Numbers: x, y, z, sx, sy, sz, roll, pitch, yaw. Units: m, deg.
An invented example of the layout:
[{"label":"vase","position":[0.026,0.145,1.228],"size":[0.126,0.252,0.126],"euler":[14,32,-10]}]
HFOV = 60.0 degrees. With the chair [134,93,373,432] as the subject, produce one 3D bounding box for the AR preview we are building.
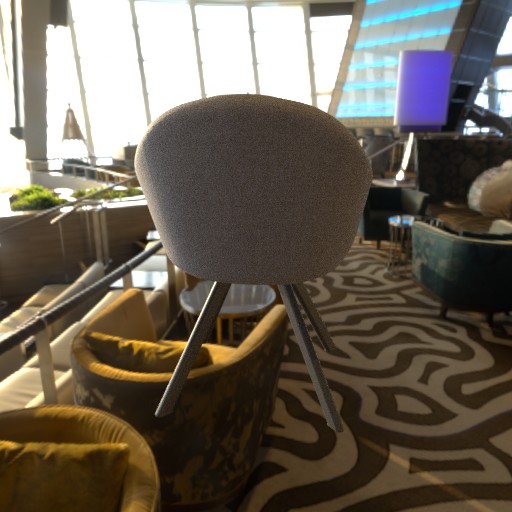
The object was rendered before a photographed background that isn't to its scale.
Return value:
[{"label":"chair","position":[0.000,0.000,1.197],"size":[0.590,0.795,0.550],"euler":[2,16,7]}]
